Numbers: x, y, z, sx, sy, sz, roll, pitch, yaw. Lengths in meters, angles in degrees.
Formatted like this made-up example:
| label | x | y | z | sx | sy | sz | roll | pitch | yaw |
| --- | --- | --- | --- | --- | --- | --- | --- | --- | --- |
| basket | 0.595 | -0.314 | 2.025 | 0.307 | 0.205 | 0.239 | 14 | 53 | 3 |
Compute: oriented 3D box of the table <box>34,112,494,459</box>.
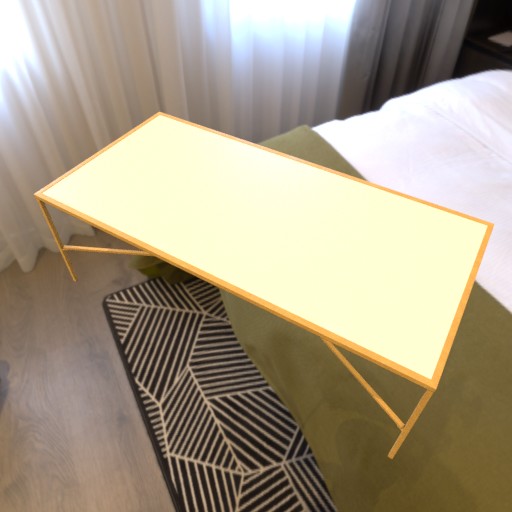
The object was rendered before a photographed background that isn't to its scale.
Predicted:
| label | x | y | z | sx | sy | sz | roll | pitch | yaw |
| --- | --- | --- | --- | --- | --- | --- | --- | --- | --- |
| table | 0.000 | 0.000 | 1.426 | 1.206 | 0.398 | 0.580 | 24 | 51 | 21 |
